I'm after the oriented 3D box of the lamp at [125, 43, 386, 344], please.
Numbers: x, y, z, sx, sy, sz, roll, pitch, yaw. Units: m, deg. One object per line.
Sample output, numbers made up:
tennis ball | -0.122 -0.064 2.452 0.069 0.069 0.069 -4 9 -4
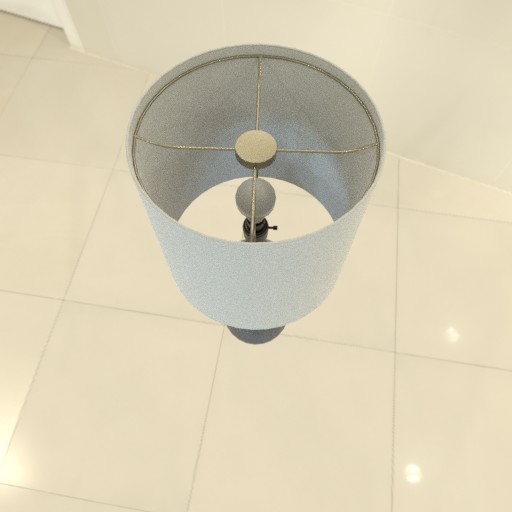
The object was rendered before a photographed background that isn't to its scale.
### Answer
lamp | 0.000 0.000 0.589 0.220 0.475 0.220 14 64 7
